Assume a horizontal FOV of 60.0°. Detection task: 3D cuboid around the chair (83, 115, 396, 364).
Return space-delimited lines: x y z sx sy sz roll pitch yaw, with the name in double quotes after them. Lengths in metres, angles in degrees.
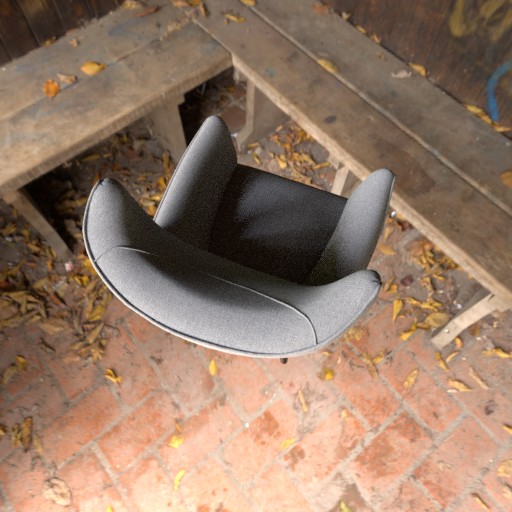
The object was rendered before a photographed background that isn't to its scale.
0.000 0.000 1.585 0.781 0.933 0.888 20 66 9 "chair"
